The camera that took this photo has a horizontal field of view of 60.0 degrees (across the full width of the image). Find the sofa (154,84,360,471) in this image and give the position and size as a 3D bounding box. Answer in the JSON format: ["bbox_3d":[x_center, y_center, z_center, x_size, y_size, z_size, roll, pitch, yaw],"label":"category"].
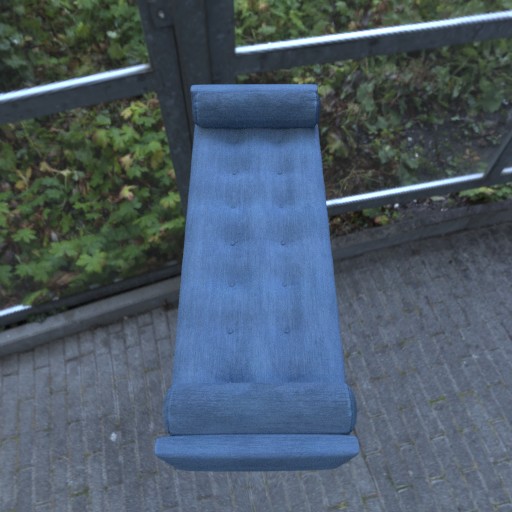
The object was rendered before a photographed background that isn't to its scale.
[{"bbox_3d":[0.000,0.000,2.425,0.796,0.705,2.102,0,59,0],"label":"sofa"}]
